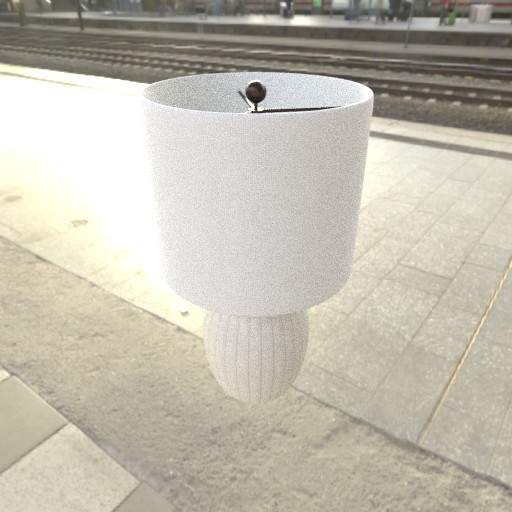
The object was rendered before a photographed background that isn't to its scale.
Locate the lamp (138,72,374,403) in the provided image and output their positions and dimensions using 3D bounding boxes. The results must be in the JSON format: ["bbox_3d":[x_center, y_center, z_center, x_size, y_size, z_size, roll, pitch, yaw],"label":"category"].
[{"bbox_3d":[0.000,0.000,0.766,0.328,0.570,0.328,0,30,0],"label":"lamp"}]
